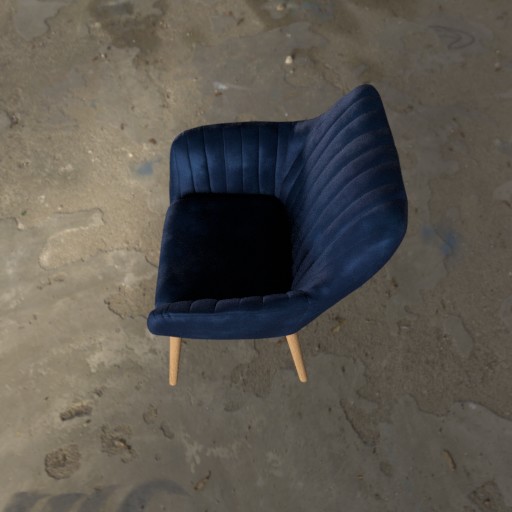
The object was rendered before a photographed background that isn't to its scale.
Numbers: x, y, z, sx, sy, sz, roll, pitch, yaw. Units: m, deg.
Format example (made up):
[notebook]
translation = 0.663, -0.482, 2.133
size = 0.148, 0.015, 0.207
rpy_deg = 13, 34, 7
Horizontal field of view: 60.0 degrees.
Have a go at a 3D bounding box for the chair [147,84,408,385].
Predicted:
[chair]
translation = 0.000, 0.000, 1.229
size = 0.573, 0.826, 0.578
rpy_deg = -1, 57, 0
